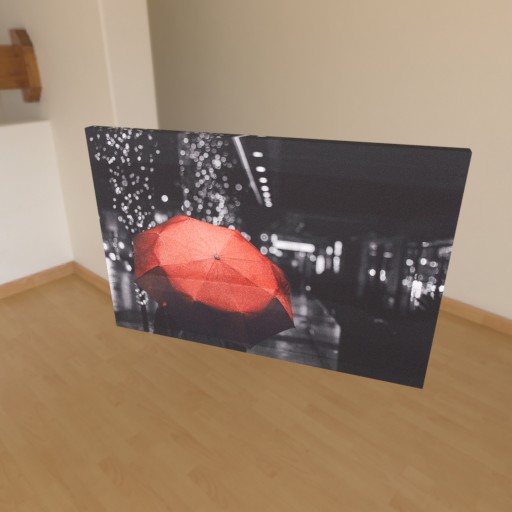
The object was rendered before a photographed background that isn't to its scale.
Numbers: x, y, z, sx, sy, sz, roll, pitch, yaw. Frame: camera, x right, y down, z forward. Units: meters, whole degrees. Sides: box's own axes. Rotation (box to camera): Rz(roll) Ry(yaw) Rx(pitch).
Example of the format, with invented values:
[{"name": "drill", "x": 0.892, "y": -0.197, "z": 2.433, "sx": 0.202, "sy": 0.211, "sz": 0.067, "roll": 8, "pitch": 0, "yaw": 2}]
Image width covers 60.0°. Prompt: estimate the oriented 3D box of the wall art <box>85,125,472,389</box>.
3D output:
[{"name": "wall art", "x": 0.000, "y": 0.000, "z": 1.153, "sx": 0.914, "sy": 0.609, "sz": 0.038, "roll": 8, "pitch": 27, "yaw": 16}]
